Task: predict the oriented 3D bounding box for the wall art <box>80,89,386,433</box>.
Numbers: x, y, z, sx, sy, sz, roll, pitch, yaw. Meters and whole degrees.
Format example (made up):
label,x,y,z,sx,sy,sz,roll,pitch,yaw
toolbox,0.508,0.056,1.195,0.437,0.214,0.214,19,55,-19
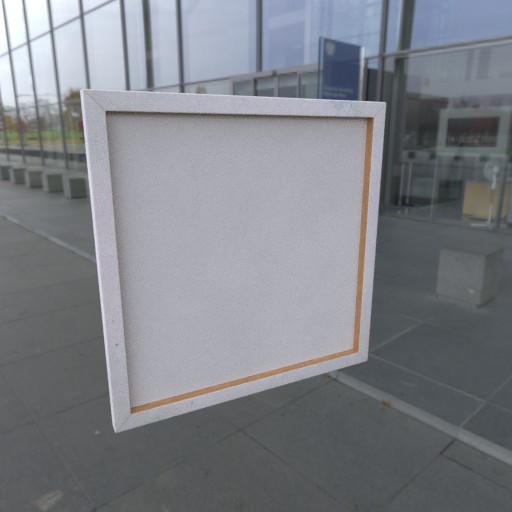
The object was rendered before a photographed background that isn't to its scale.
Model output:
label,x,y,z,sx,sy,sz,roll,pitch,yaw
wall art,0.000,0.000,1.126,0.762,0.762,0.038,-8,17,-26
